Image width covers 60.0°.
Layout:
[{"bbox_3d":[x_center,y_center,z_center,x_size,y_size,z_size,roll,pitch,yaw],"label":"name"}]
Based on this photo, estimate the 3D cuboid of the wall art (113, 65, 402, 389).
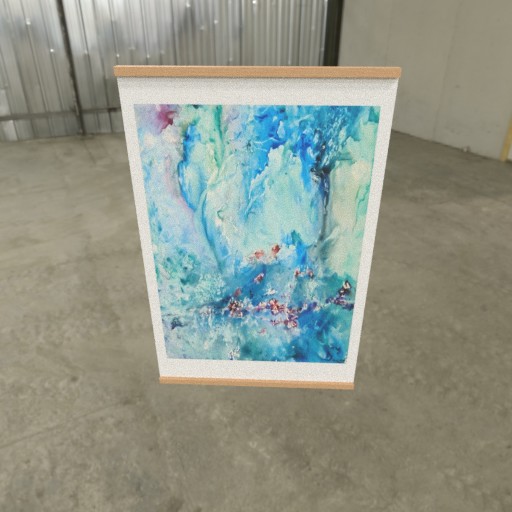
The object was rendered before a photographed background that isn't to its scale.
[{"bbox_3d":[0.000,0.000,0.774,0.401,0.611,0.016,1,30,2],"label":"wall art"}]
